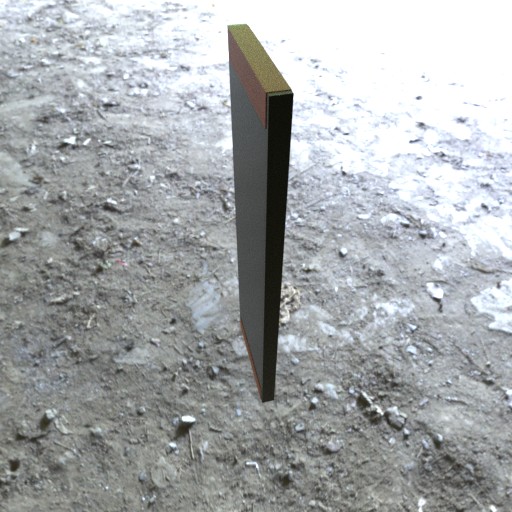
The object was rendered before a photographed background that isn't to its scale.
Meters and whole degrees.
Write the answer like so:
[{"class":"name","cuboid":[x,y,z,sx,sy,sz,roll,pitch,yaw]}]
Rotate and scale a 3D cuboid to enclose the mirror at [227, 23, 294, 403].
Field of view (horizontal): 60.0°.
[{"class":"mirror","cuboid":[0.000,0.000,1.260,0.047,1.123,0.343,-10,47,-10]}]
